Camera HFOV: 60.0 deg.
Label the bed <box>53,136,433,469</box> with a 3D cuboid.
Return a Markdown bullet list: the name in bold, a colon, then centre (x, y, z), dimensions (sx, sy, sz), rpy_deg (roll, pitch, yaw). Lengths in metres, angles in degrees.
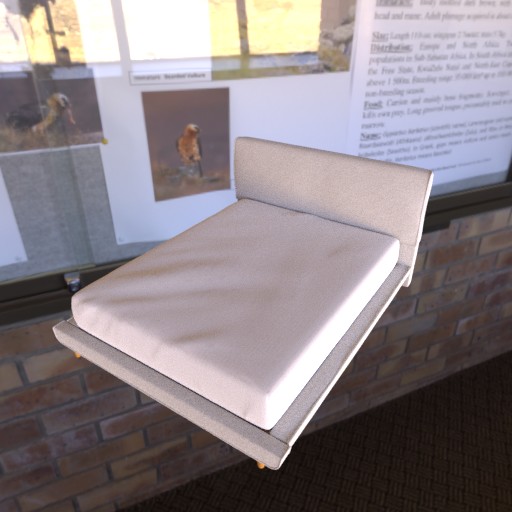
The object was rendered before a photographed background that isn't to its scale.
- **bed**: centre (0.000, 0.000, 3.543), dimensions (1.980, 1.126, 2.498), rpy_deg (18, 35, 29)
